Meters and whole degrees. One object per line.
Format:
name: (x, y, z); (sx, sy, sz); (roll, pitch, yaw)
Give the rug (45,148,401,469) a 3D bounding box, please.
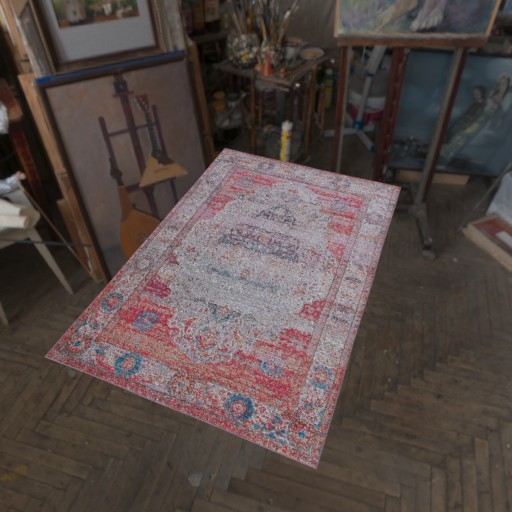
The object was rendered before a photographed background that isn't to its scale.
rug: (0.000, 0.000, 2.344); (1.219, 0.006, 1.829); (16, 47, 16)
